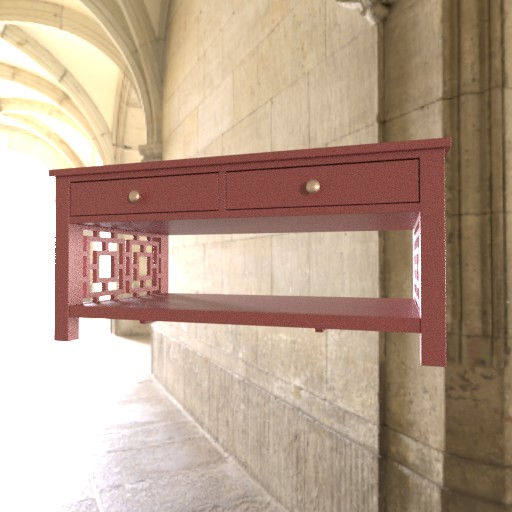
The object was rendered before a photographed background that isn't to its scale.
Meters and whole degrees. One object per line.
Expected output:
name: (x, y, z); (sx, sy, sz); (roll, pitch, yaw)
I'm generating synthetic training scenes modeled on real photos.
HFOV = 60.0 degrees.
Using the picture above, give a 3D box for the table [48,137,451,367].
table: (0.000, 0.000, 1.386); (1.068, 0.493, 0.612); (0, -1, 18)
